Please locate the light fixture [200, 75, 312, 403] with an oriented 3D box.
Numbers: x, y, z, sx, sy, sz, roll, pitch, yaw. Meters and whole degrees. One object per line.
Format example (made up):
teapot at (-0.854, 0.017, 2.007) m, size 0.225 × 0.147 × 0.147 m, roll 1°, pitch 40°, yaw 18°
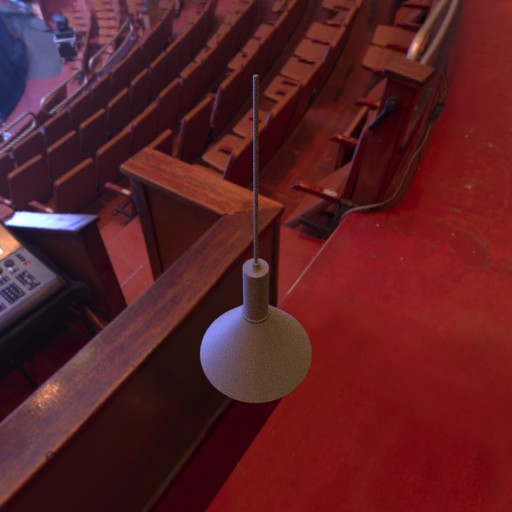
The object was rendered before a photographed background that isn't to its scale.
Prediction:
light fixture at (0.000, 0.000, 0.822) m, size 0.267 × 0.683 × 0.267 m, roll 25°, pitch 52°, yaw 22°
